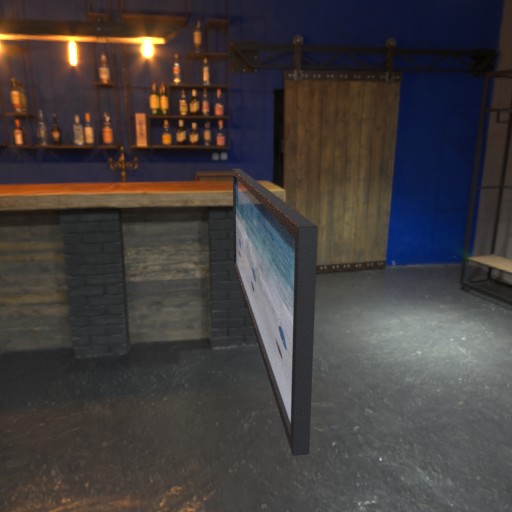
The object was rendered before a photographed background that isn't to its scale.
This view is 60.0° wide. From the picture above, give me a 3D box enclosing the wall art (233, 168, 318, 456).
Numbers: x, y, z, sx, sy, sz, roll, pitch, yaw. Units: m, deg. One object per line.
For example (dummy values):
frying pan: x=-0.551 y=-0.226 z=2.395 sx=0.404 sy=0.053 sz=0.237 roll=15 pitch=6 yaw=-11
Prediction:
wall art: x=0.000 y=0.000 z=1.732 sx=0.041 sy=0.554 sz=1.572 roll=-2 pitch=16 yaw=-8
